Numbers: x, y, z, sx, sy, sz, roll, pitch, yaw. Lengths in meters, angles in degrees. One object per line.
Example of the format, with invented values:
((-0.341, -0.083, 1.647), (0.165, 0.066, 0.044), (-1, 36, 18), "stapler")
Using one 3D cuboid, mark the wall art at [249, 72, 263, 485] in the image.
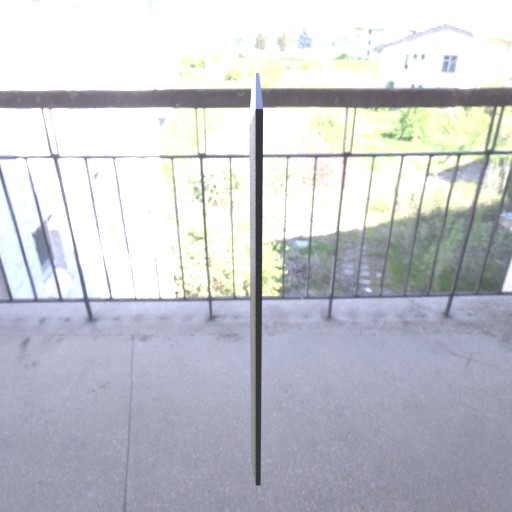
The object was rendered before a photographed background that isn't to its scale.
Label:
((0.000, 0.000, 0.913), (0.018, 0.660, 0.559), (0, 27, 0), "wall art")
